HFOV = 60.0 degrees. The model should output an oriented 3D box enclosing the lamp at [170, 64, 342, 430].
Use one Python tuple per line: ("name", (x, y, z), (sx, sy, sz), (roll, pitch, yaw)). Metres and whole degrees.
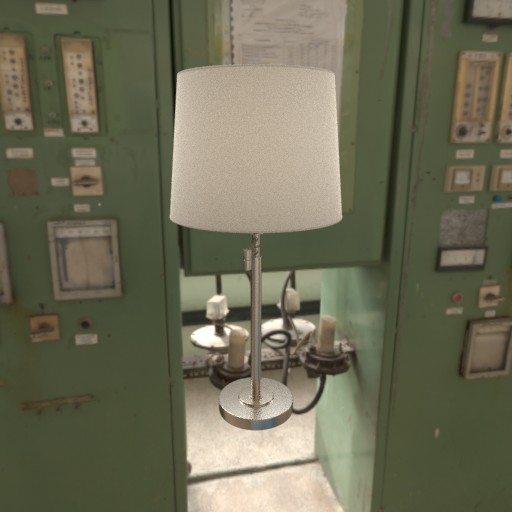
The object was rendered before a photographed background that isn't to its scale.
("lamp", (0.000, 0.000, 0.892), (0.333, 0.696, 0.333), (0, 15, 0))
